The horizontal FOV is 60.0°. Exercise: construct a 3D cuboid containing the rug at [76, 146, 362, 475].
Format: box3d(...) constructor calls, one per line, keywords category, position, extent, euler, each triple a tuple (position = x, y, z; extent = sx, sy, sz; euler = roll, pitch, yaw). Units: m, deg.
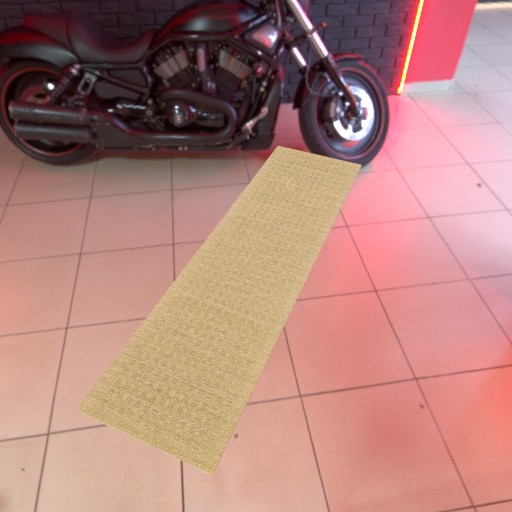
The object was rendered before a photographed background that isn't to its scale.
box3d(category="rug", position=(0.000, 0.000, 2.676), extent=(0.686, 0.006, 2.437), euler=(17, 47, 17))
